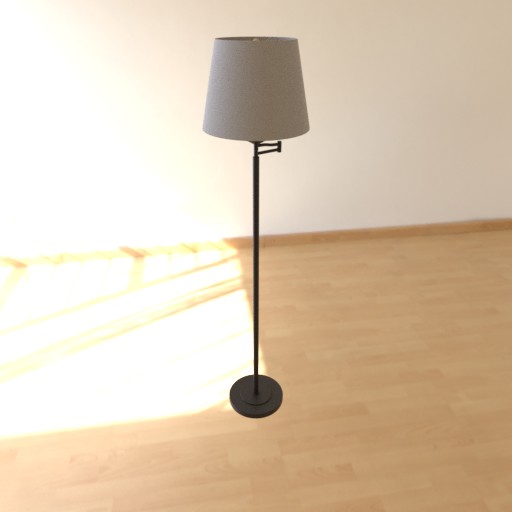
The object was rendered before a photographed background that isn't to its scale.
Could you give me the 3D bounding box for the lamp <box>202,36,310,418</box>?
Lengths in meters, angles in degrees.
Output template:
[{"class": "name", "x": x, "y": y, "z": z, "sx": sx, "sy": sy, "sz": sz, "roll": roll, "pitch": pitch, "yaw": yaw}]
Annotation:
[{"class": "lamp", "x": 0.000, "y": 0.000, "z": 1.670, "sx": 0.348, "sy": 1.473, "sz": 0.348, "roll": -18, "pitch": 34, "yaw": -30}]
